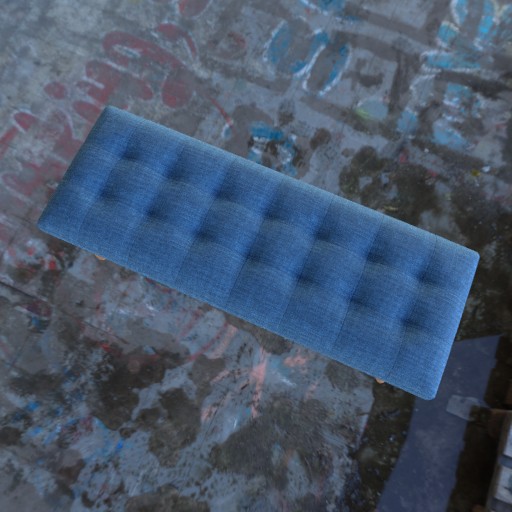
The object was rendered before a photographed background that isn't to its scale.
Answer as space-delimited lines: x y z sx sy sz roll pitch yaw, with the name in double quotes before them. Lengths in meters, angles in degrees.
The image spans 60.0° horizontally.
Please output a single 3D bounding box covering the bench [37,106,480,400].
"bench" 0.000 0.000 1.339 1.118 0.432 0.406 23 76 6
